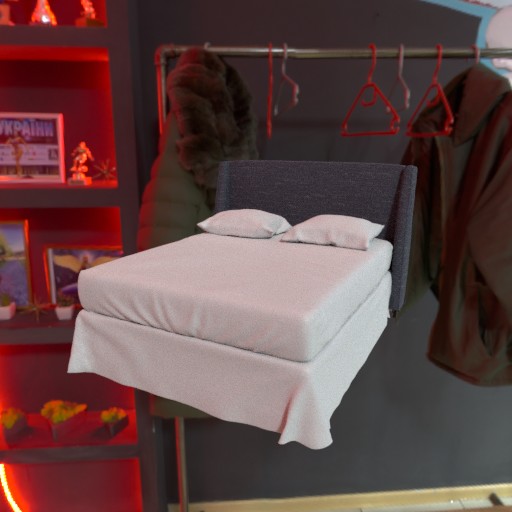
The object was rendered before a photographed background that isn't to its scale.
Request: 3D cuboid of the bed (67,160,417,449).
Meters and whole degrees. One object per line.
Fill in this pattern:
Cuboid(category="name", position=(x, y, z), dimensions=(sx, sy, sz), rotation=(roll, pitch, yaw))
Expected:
Cuboid(category="bed", position=(0.000, 0.000, 3.382), dimensions=(1.925, 1.332, 2.276), rotation=(8, 16, 27))
